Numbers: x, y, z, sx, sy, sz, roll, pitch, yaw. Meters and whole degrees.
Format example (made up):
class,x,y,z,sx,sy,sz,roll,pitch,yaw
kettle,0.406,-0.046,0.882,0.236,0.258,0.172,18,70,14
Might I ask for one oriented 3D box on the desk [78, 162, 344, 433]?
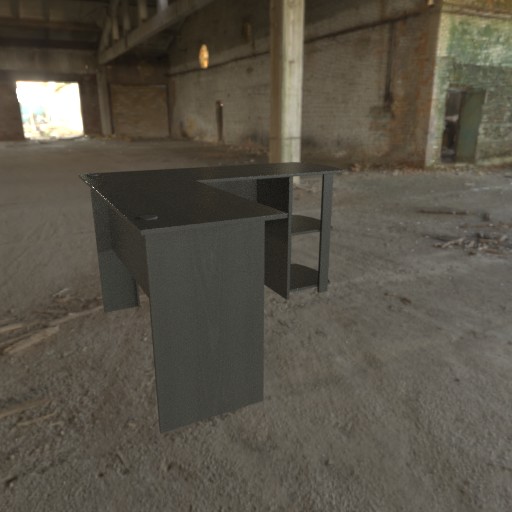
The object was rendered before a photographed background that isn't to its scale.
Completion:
class,x,y,z,sx,sy,sz,roll,pitch,yaw
desk,0.000,0.000,2.116,1.361,0.716,1.303,-9,20,-26
